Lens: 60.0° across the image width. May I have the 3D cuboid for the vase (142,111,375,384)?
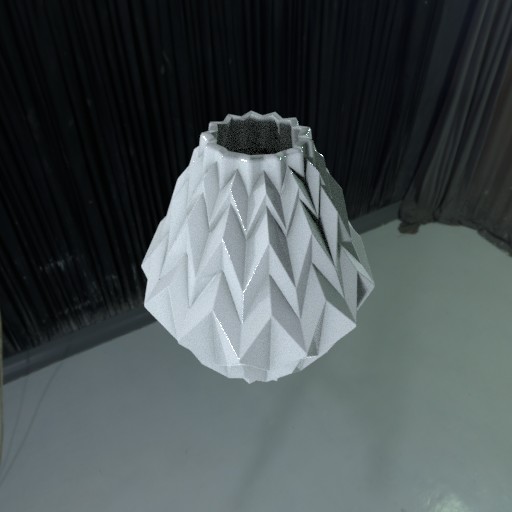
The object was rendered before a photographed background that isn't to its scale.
[{"bbox_3d":[0.000,0.000,0.311,0.164,0.185,0.164,0,41,0],"label":"vase"}]
